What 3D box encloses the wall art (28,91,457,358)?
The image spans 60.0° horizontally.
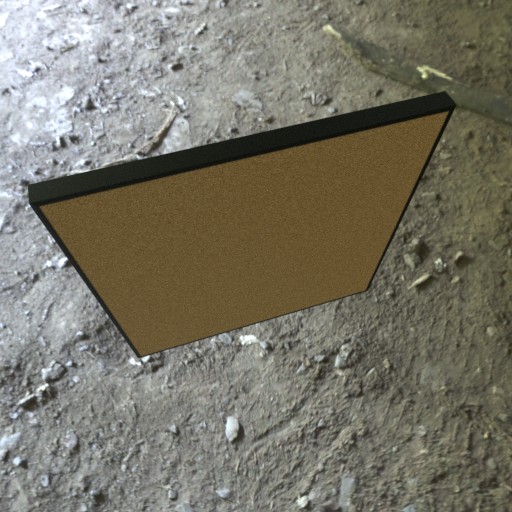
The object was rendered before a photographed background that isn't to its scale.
[{"bbox_3d":[0.000,0.000,0.734,0.513,0.511,0.028,-15,60,-9],"label":"wall art"}]
